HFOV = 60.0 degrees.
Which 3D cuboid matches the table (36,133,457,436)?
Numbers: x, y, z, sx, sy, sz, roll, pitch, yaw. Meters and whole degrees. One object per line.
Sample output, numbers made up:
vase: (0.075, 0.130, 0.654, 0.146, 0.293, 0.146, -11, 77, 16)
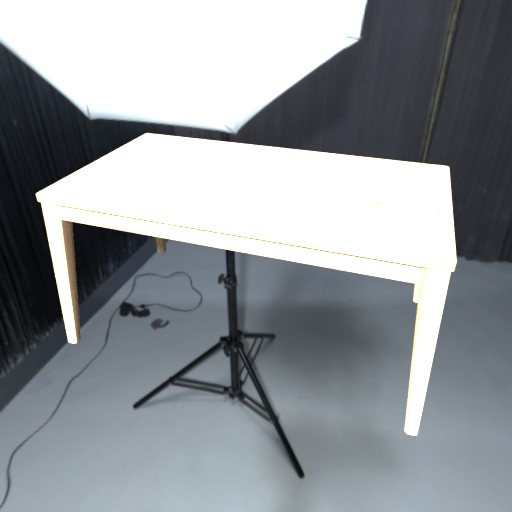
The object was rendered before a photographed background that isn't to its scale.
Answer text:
table: (0.000, 0.000, 2.058, 1.600, 0.760, 0.900, 10, 34, 16)
